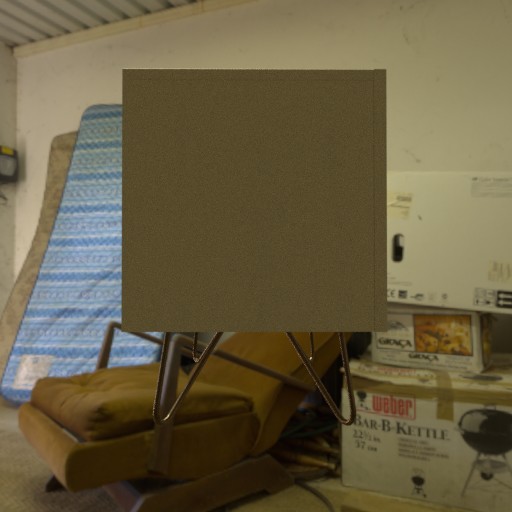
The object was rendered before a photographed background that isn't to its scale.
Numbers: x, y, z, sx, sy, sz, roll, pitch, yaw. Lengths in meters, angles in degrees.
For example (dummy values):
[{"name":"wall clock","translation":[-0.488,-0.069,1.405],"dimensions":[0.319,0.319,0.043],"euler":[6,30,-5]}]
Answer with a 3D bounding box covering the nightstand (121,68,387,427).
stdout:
[{"name":"nightstand","translation":[0.000,0.000,1.027],"dimensions":[0.447,0.604,0.614],"euler":[0,-1,0]}]
